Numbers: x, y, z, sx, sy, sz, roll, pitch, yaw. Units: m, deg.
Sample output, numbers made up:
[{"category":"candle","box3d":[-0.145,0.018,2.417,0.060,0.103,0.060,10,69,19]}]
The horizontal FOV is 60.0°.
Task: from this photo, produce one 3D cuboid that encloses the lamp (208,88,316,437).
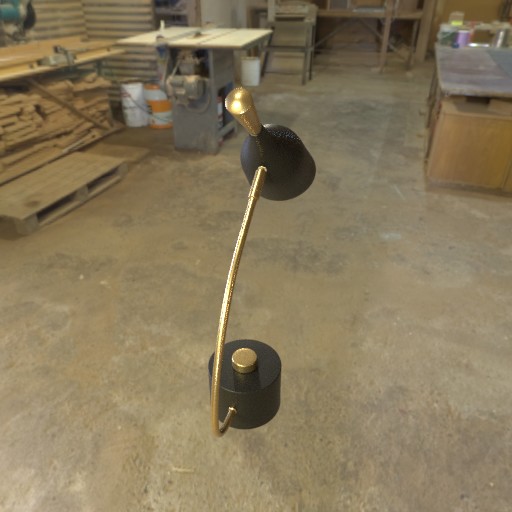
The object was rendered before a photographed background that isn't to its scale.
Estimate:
[{"category":"lamp","box3d":[0.000,0.000,0.616,0.110,0.464,0.352,9,33,15]}]
